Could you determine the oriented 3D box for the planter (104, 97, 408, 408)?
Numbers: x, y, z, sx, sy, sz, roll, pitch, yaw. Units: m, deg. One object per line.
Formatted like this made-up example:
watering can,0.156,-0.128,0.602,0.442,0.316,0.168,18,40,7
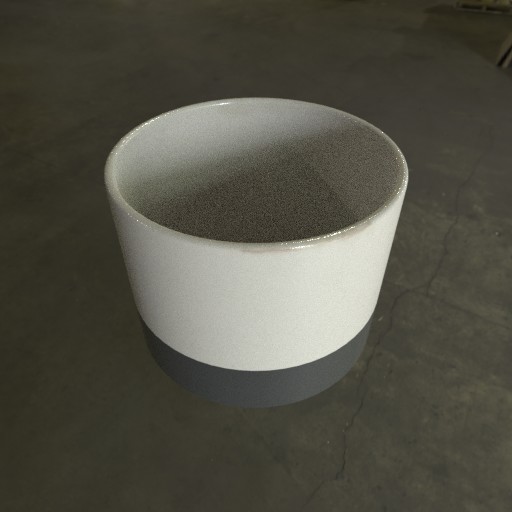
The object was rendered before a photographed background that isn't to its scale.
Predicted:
planter,0.000,0.000,0.346,0.193,0.177,0.193,0,41,0
